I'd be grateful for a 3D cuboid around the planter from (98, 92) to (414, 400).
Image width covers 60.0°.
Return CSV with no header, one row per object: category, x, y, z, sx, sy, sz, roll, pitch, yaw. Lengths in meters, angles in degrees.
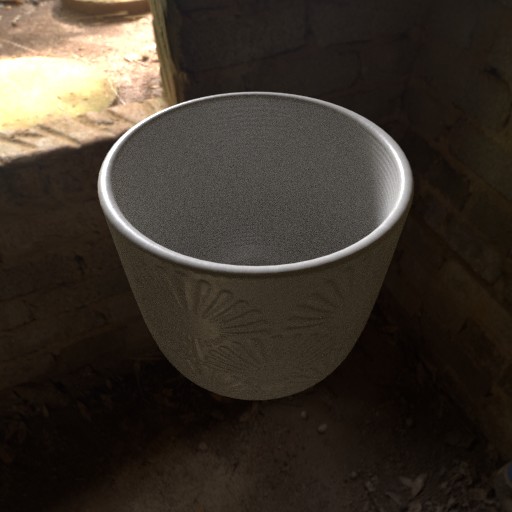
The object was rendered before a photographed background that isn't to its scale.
planter,0.000,0.000,0.216,0.124,0.109,0.124,0,46,0
